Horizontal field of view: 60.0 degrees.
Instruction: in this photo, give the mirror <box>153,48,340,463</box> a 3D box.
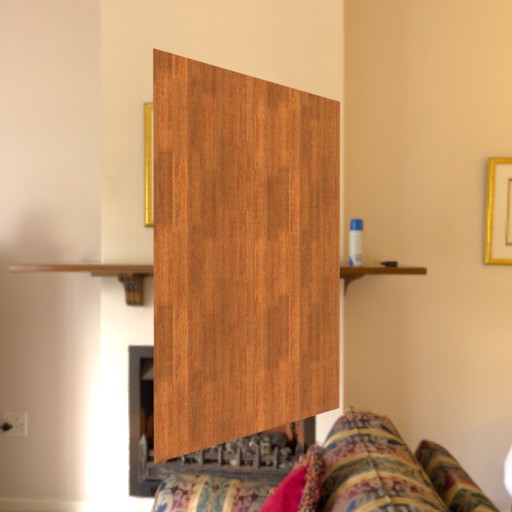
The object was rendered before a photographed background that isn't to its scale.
[{"bbox_3d":[0.000,0.000,1.288,0.651,1.010,0.047,0,1,-36],"label":"mirror"}]
